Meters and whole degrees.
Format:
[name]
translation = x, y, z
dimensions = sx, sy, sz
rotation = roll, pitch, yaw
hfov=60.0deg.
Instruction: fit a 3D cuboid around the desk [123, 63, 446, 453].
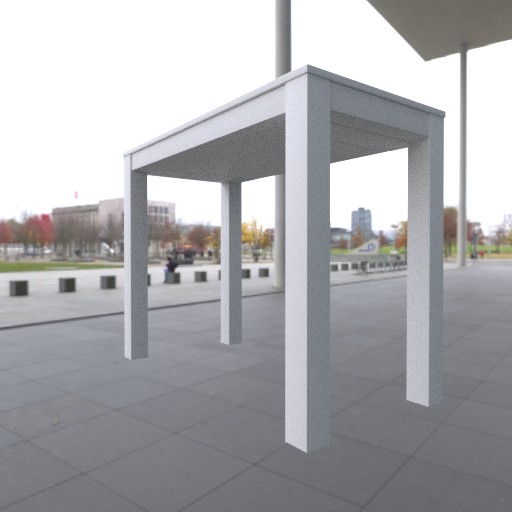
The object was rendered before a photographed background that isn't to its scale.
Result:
[desk]
translation = 0.000, 0.000, 1.409
dimensions = 0.497, 0.762, 0.990
rotation = -1, 1, -37
